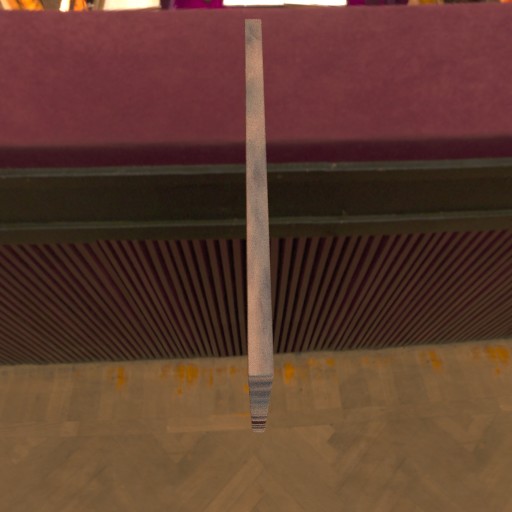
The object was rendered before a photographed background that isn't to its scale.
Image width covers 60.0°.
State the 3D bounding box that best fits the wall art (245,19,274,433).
[{"bbox_3d":[0.000,0.000,1.099,0.035,0.747,0.747,-1,63,0],"label":"wall art"}]
